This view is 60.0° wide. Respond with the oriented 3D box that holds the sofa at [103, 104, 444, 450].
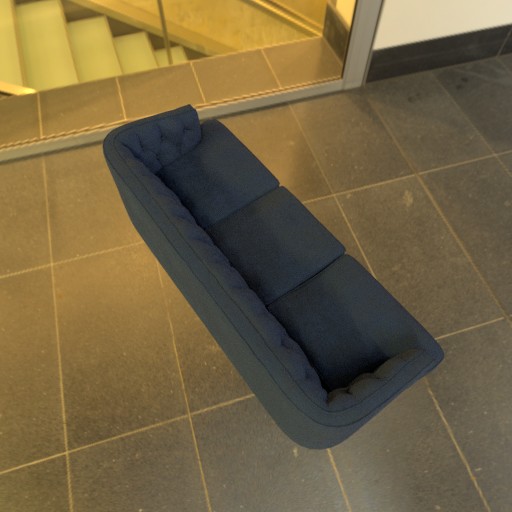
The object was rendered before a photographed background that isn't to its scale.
[{"bbox_3d":[0.000,0.000,2.742,0.941,0.855,2.278,-32,65,-17],"label":"sofa"}]
